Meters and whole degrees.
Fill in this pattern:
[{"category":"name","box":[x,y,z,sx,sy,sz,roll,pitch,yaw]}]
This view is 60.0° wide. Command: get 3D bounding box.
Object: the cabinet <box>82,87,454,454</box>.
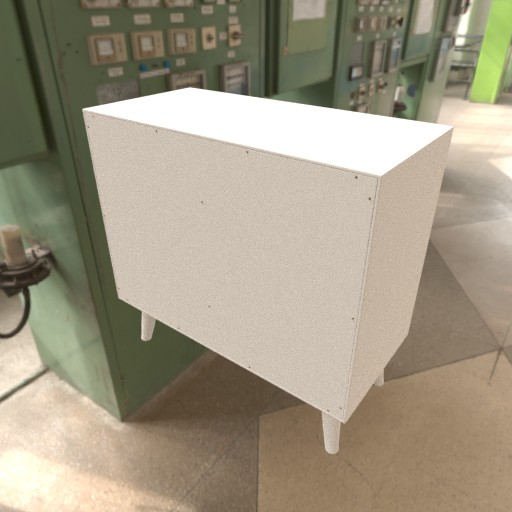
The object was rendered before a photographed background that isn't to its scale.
[{"category":"cabinet","box":[0.000,0.000,1.237,0.800,0.761,0.398,21,36,31]}]
